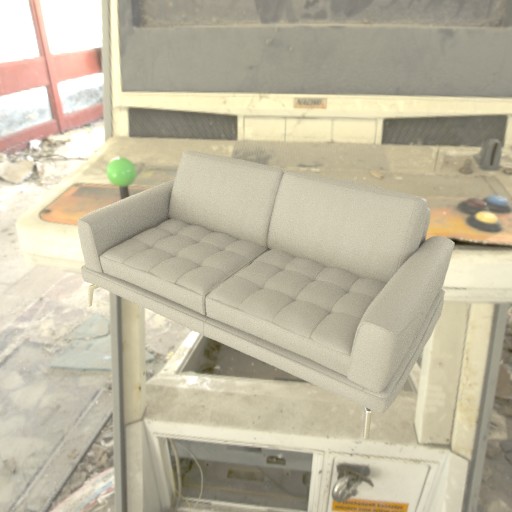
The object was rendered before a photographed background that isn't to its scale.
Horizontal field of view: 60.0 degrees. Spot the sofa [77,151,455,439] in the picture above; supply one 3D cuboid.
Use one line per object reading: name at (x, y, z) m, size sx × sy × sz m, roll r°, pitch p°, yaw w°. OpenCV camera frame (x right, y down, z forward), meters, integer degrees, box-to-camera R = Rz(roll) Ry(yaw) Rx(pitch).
sofa at (0.000, 0.000, 2.790) m, size 2.177 × 0.930 × 1.121 m, roll 18°, pitch 33°, yaw 29°
